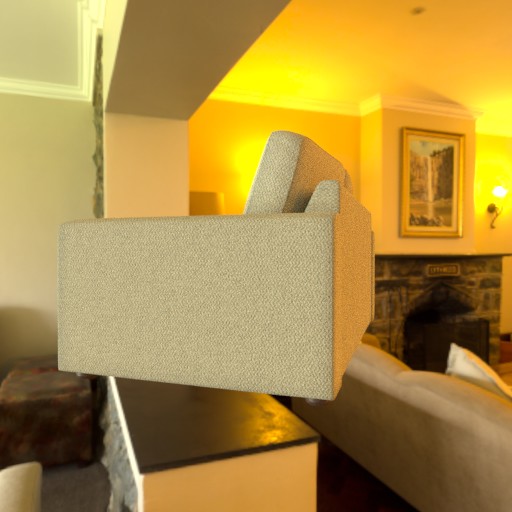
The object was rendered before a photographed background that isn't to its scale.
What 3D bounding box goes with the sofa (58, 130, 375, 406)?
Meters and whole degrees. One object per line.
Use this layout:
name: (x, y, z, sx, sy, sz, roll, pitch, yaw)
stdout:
sofa: (0.000, 0.000, 2.164, 1.016, 0.873, 1.616, 0, 1, 19)
